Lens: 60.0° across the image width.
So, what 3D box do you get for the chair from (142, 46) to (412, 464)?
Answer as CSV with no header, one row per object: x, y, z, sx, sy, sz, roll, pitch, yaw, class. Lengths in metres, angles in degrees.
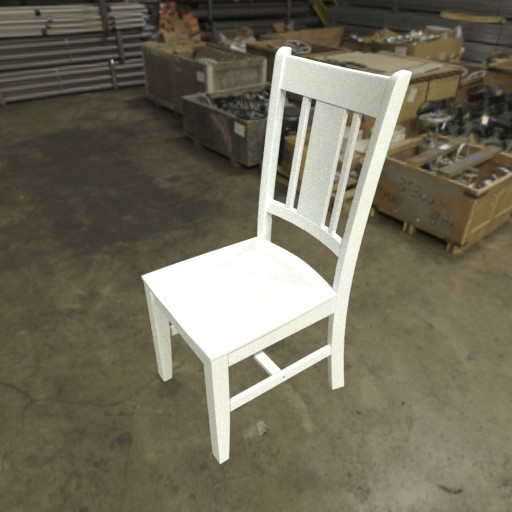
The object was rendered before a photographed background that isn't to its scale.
0.000,0.000,1.260,0.555,0.998,0.450,-21,38,-29,chair
